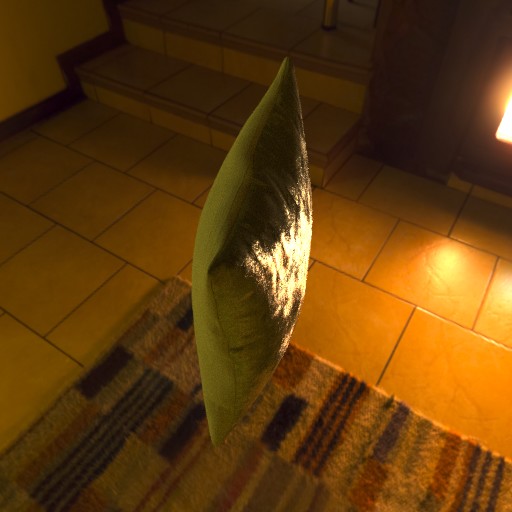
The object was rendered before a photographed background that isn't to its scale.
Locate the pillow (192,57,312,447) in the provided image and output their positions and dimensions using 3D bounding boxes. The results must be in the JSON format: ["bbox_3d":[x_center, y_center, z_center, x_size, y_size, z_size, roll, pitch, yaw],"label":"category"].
[{"bbox_3d":[0.000,0.000,0.725,0.175,0.464,0.470,10,48,9],"label":"pillow"}]
